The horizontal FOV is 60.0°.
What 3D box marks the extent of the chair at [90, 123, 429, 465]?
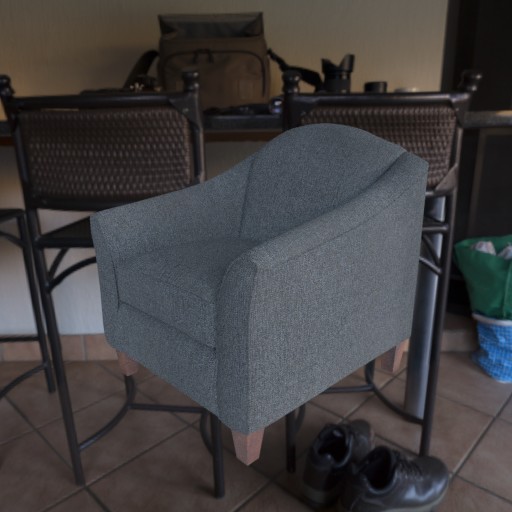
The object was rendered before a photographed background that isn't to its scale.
[{"bbox_3d":[0.000,0.000,1.445,0.787,0.839,0.763,-15,21,-43],"label":"chair"}]
